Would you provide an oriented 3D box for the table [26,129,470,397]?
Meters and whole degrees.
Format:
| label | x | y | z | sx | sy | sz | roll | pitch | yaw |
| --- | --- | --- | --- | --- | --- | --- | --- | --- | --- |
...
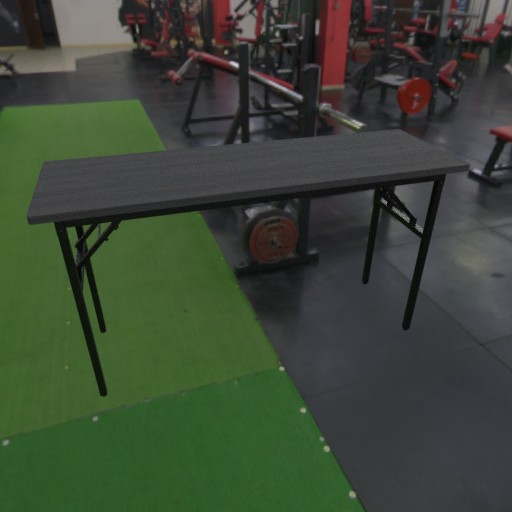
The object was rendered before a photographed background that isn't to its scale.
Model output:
| label | x | y | z | sx | sy | sz | roll | pitch | yaw |
| --- | --- | --- | --- | --- | --- | --- | --- | --- | --- |
| table | 0.000 | 0.000 | 1.716 | 1.399 | 0.750 | 0.449 | -9 | 33 | -14 |
